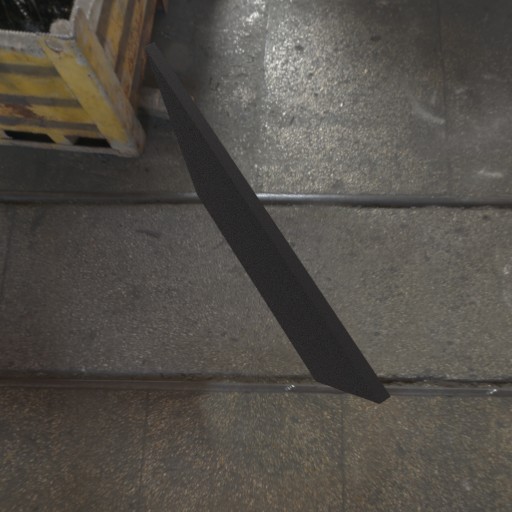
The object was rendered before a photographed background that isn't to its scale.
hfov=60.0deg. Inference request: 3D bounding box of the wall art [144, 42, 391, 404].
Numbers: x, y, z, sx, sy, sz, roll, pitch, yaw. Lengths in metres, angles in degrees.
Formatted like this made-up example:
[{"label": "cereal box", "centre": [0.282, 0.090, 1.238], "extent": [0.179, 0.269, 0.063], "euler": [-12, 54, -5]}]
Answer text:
[{"label": "wall art", "centre": [0.000, 0.000, 0.683], "extent": [0.013, 0.458, 0.456], "euler": [-31, 79, -7]}]
